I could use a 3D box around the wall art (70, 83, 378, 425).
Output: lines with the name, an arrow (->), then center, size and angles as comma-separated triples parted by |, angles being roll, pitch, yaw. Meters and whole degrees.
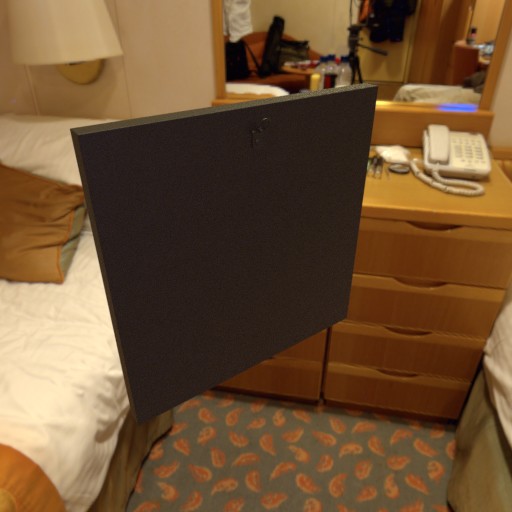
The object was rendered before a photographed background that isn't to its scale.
wall art -> 0.000, 0.000, 0.528 | 0.349, 0.349, 0.038 | -20, 37, -30
